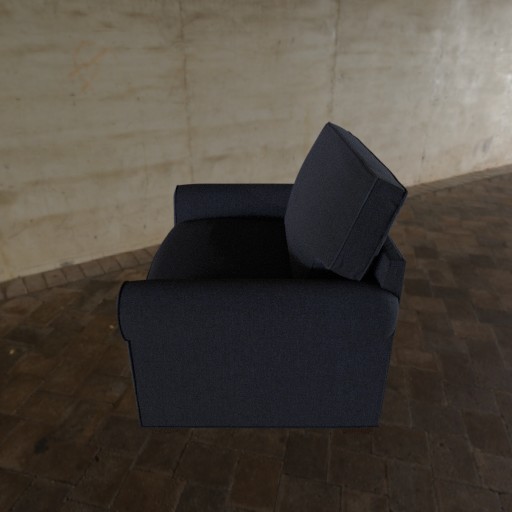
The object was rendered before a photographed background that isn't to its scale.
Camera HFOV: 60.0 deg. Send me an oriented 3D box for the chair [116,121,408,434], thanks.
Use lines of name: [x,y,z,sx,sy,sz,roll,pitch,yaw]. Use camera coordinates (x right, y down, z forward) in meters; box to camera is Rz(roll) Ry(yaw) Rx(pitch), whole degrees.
chair: [0.000,0.000,2.008,0.963,1.044,1.285,0,26,0]
